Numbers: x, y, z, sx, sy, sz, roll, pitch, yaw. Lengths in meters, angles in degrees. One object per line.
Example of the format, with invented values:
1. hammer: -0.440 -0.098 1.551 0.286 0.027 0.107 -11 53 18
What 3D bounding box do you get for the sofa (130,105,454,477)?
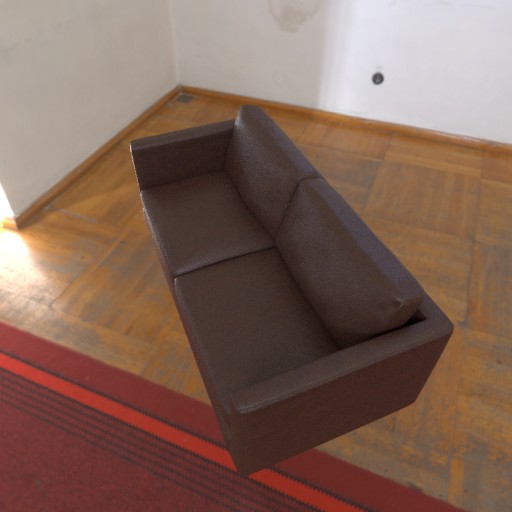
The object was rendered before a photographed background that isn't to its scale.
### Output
1. sofa: 0.000 0.000 2.407 0.951 0.933 1.883 -16 48 -16
